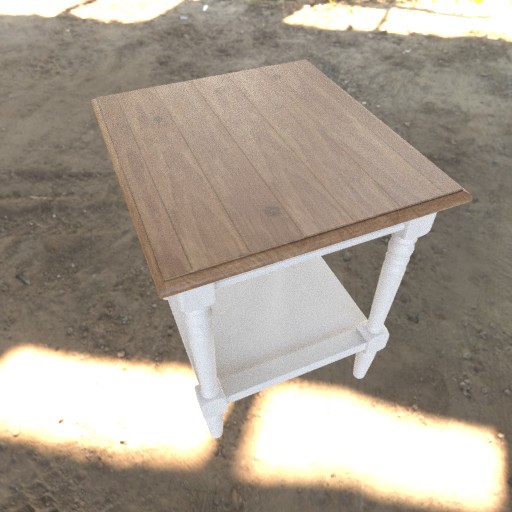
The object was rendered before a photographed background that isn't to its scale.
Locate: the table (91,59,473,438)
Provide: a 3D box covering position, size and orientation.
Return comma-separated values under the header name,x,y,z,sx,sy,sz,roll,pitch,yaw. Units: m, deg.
name,x,y,z,sx,sy,sz,roll,pitch,yaw
table,0.000,0.000,0.926,0.457,0.561,0.508,-17,48,-16
